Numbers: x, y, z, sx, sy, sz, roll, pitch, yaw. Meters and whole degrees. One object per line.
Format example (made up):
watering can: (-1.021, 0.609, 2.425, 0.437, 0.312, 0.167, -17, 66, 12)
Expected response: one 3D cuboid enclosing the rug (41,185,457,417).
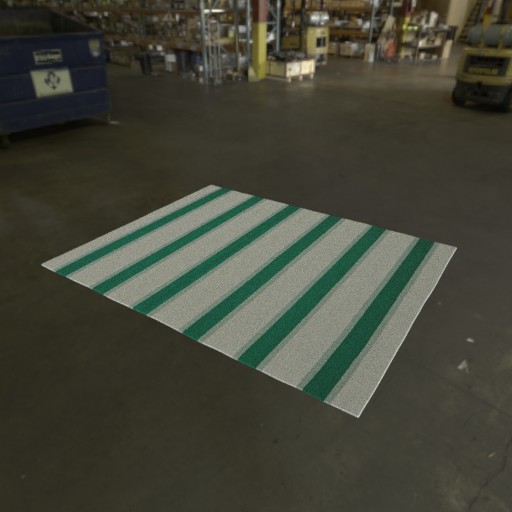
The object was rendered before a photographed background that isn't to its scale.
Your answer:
rug: (0.000, 0.000, 4.131, 3.041, 0.019, 2.434, 18, 35, 29)
